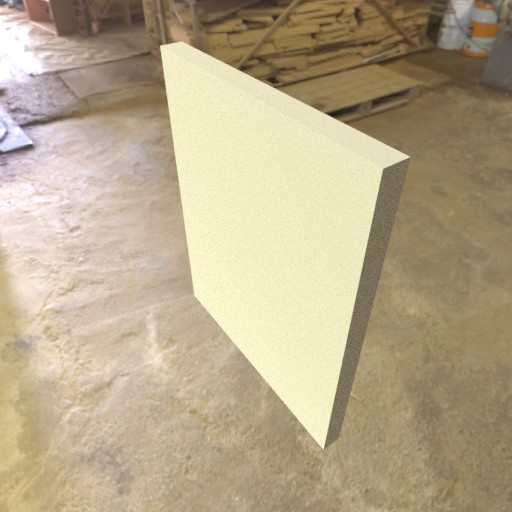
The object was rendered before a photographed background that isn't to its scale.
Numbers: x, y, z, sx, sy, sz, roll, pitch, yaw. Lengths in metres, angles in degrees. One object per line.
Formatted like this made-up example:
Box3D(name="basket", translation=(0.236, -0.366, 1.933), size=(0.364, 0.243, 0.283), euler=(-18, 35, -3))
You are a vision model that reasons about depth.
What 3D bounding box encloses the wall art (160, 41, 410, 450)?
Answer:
Box3D(name="wall art", translation=(0.000, 0.000, 0.731), size=(0.039, 0.553, 0.451), euler=(-25, 47, -26))
